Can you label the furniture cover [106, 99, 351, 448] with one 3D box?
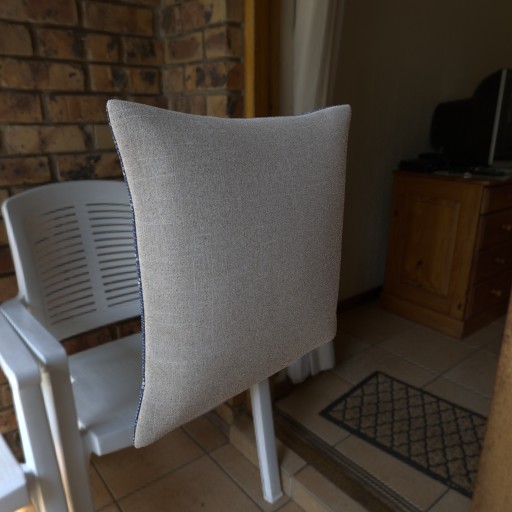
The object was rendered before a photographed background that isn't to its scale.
[{"bbox_3d":[0.000,0.000,0.766,0.511,0.503,0.162,-17,24,-42],"label":"furniture cover"}]
